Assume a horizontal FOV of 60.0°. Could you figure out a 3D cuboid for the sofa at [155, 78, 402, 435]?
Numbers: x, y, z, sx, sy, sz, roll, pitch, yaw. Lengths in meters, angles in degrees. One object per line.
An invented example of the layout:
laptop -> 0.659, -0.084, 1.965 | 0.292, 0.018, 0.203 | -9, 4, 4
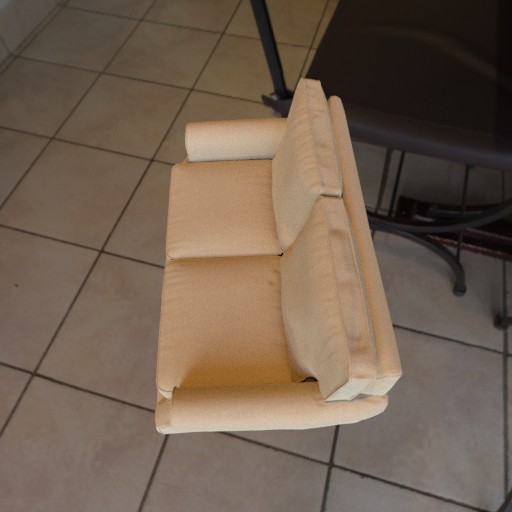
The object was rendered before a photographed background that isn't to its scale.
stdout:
sofa -> 0.000, 0.000, 2.177 | 0.964, 0.937, 1.665 | -2, 58, -1
